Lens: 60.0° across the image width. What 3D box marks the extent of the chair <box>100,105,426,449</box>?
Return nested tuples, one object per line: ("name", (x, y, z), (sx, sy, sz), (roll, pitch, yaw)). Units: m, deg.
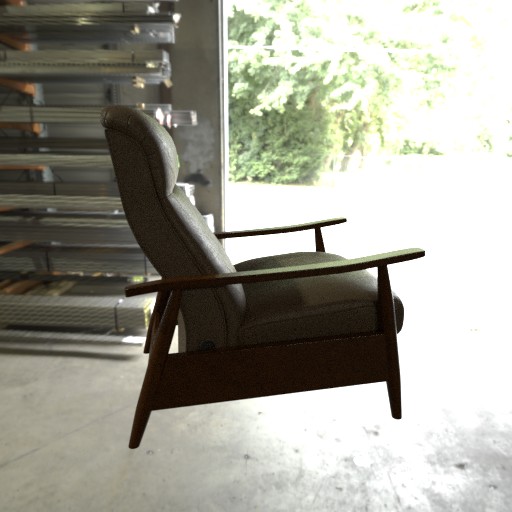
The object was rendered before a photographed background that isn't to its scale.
("chair", (0.000, 0.000, 1.753), (1.014, 1.082, 0.762), (-2, 14, -10))
